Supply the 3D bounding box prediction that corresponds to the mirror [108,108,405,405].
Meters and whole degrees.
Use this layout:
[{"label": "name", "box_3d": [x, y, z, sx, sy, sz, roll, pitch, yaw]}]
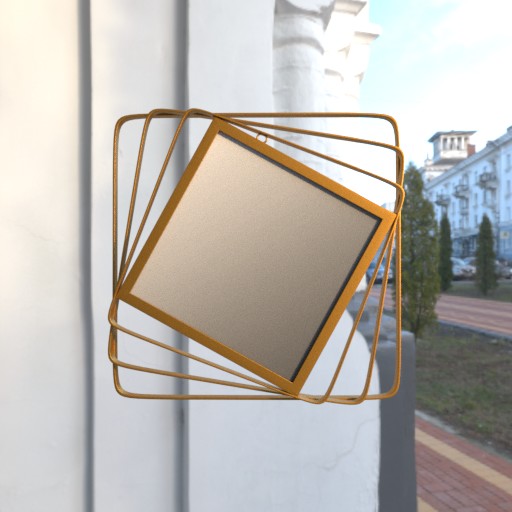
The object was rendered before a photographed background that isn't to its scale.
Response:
[{"label": "mirror", "box_3d": [0.000, 0.000, 0.708, 0.470, 0.468, 0.045, 0, 0, 1]}]
